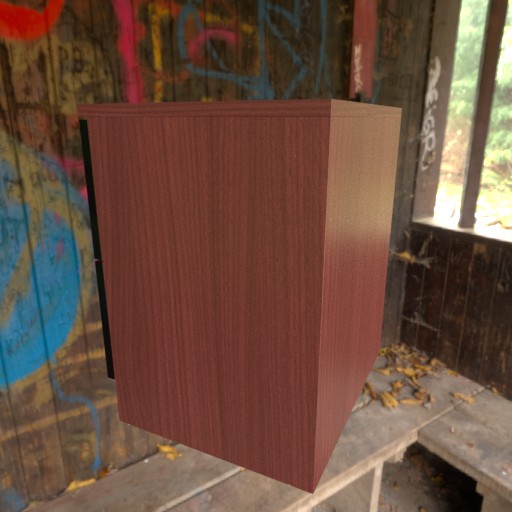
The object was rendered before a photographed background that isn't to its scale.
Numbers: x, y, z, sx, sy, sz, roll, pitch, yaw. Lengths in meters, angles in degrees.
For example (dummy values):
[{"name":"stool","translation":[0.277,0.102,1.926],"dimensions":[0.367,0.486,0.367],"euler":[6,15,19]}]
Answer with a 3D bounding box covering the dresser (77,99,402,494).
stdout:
[{"name":"dresser","translation":[0.000,0.000,0.735],"dimensions":[0.360,0.470,0.400],"euler":[8,19,25]}]
